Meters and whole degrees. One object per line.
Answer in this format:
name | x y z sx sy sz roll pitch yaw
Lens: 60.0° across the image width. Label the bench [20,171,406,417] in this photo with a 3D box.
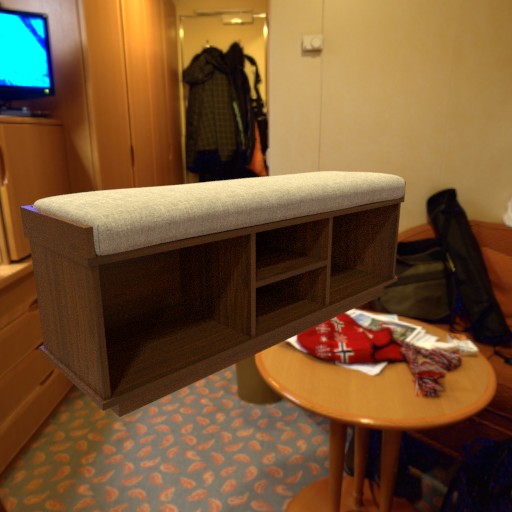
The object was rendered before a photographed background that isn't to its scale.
bench | 0.000 0.000 1.373 1.196 0.468 0.367 -14 21 -42
